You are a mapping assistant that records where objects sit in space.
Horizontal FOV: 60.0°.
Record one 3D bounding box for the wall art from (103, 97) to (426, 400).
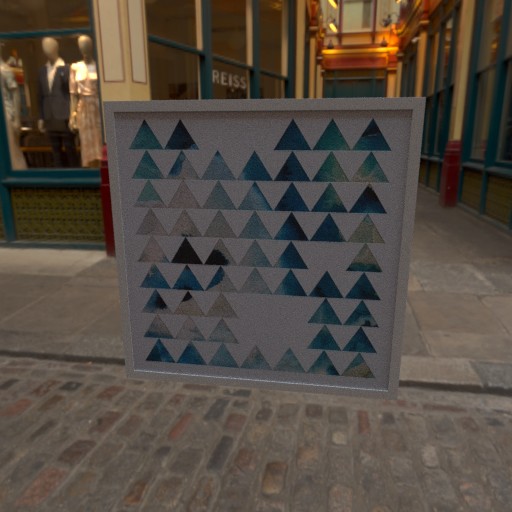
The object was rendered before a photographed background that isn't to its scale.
[{"bbox_3d":[0.000,0.000,0.683,0.456,0.456,0.007,2,15,8],"label":"wall art"}]
